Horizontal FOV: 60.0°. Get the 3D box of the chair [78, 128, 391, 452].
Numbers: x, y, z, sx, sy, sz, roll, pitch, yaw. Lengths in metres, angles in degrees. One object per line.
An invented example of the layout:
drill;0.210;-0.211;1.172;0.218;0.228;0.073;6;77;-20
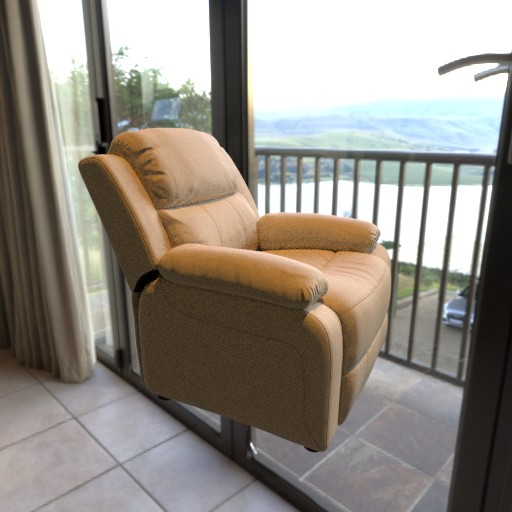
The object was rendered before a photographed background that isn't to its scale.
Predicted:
chair;0.000;0.000;1.259;0.709;0.702;0.680;8;17;26
